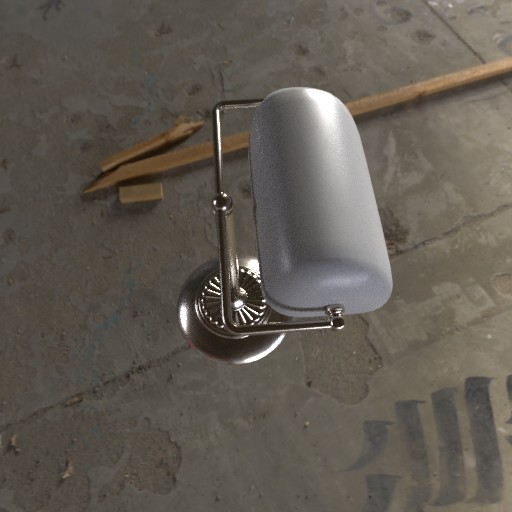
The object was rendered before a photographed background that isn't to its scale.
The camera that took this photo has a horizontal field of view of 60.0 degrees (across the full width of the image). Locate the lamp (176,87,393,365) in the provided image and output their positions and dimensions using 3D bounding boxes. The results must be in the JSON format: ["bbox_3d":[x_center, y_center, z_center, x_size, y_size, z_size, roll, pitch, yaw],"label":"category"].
[{"bbox_3d":[0.000,0.000,0.528,0.243,0.339,0.264,-4,64,-2],"label":"lamp"}]
